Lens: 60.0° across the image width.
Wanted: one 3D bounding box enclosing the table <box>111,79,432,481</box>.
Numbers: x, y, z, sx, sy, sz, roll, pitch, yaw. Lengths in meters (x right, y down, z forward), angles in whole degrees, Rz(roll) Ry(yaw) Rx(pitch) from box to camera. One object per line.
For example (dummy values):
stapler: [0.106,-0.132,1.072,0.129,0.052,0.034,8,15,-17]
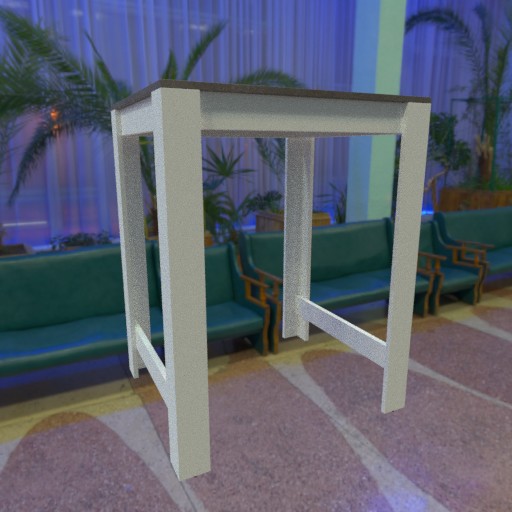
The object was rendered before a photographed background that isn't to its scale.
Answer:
table: [0.000,0.000,1.548,0.800,1.020,0.700,-7,15,-25]
